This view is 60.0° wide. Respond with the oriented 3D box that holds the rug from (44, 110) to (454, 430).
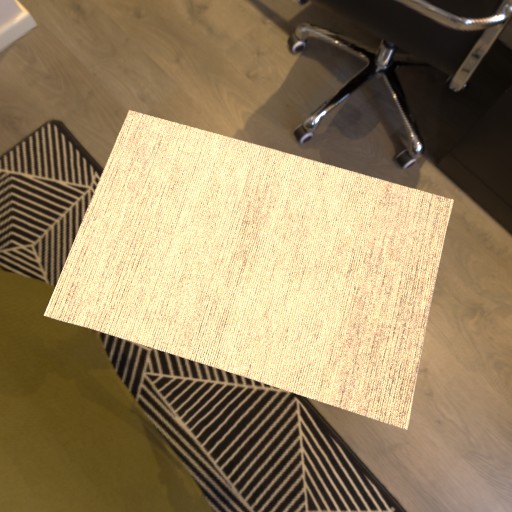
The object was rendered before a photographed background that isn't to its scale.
[{"bbox_3d":[0.000,0.000,2.180,1.773,0.021,1.149,17,77,4],"label":"rug"}]
